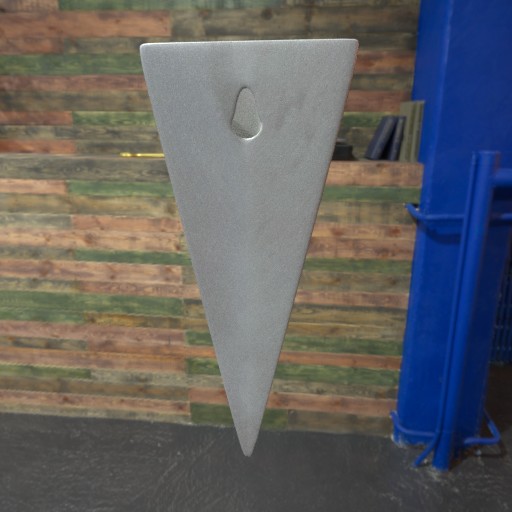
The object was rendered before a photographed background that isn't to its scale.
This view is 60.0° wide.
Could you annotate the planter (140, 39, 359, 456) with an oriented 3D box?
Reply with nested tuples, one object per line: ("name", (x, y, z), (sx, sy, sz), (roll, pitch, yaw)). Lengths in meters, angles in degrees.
("planter", (0.000, 0.000, 0.155), (0.058, 0.130, 0.047), (2, 17, 7))
